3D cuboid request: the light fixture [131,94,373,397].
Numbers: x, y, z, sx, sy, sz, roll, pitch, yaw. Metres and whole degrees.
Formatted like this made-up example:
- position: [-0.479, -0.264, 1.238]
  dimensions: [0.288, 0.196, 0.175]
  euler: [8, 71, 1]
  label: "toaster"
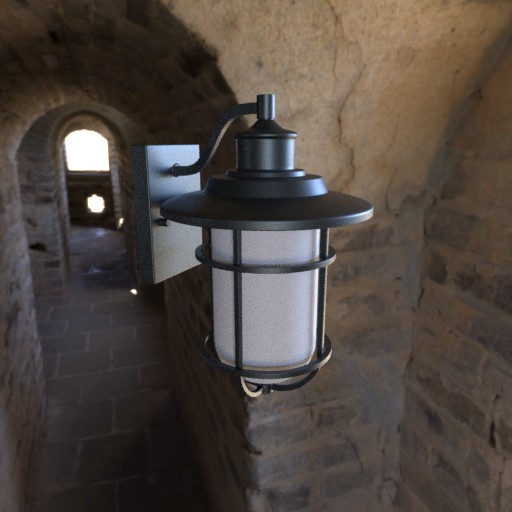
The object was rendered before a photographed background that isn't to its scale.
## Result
- position: [0.000, 0.000, 0.504]
  dimensions: [0.252, 0.345, 0.222]
  euler: [7, 16, 25]
  label: "light fixture"
